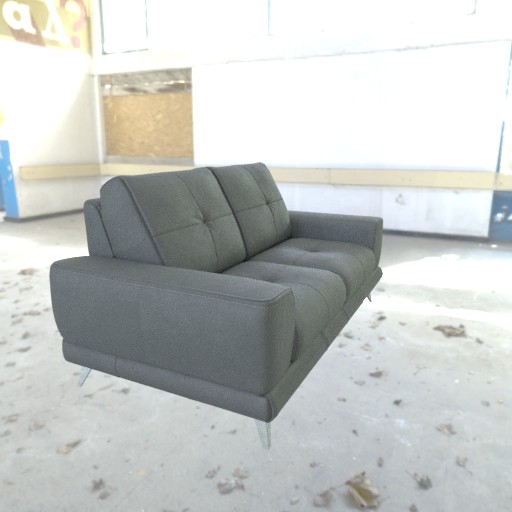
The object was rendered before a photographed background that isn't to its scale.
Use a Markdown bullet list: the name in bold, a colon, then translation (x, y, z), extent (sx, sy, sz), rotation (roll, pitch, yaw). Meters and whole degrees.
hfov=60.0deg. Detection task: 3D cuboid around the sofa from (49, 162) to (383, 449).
- **sofa**: translation (0.000, 0.000, 2.333), extent (1.018, 0.907, 1.806), rotation (7, 16, 26)
